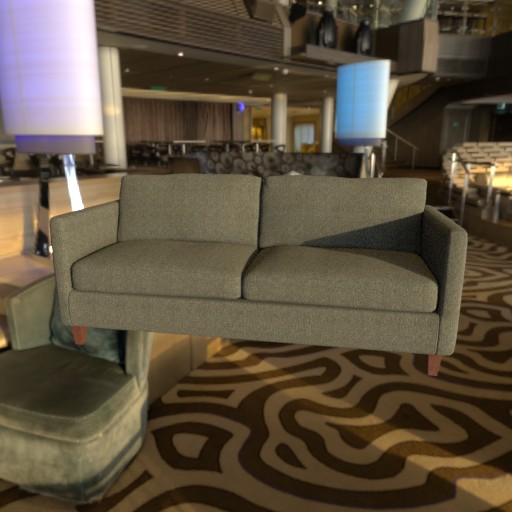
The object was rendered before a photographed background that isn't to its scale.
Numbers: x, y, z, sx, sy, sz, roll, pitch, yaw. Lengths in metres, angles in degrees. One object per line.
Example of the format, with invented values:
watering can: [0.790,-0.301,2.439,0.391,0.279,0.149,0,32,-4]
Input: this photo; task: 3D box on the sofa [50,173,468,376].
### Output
sofa: [0.000,0.000,2.748,2.208,0.965,0.948,3,15,10]
